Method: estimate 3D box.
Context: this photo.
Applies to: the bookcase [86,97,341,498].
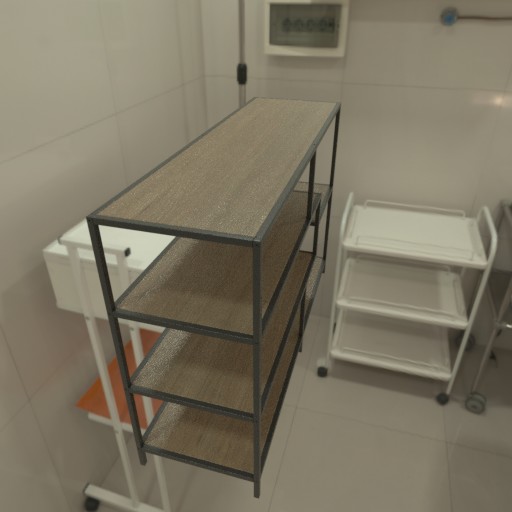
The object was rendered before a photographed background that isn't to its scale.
[{"bbox_3d":[0.000,0.000,1.480,0.350,0.780,1.140,9,32,14],"label":"bookcase"}]
